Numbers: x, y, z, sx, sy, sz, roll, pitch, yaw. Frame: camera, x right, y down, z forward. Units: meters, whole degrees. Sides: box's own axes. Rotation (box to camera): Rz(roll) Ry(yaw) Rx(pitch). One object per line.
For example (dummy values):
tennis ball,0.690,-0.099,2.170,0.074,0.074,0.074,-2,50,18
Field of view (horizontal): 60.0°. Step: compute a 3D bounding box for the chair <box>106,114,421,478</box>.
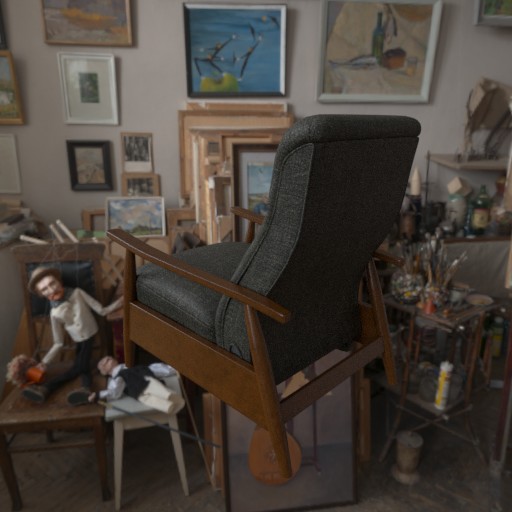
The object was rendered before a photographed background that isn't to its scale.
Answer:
chair,0.000,0.000,1.793,1.014,1.082,0.762,16,23,42
